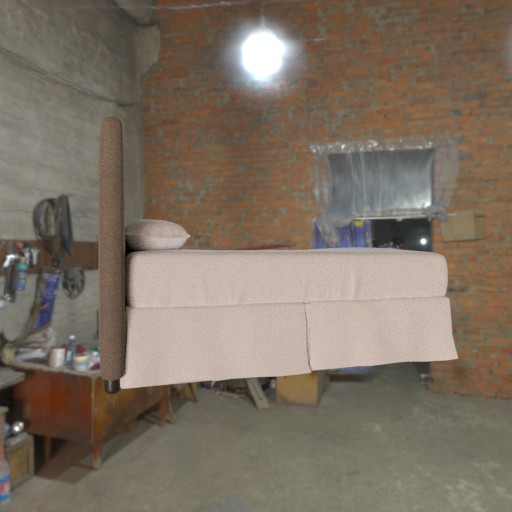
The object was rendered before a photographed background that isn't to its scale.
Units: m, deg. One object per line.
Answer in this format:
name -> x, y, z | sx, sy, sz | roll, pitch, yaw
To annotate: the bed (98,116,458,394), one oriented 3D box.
bed -> 0.000, 0.000, 3.197 | 2.142, 1.330, 1.723 | 0, 0, -19
